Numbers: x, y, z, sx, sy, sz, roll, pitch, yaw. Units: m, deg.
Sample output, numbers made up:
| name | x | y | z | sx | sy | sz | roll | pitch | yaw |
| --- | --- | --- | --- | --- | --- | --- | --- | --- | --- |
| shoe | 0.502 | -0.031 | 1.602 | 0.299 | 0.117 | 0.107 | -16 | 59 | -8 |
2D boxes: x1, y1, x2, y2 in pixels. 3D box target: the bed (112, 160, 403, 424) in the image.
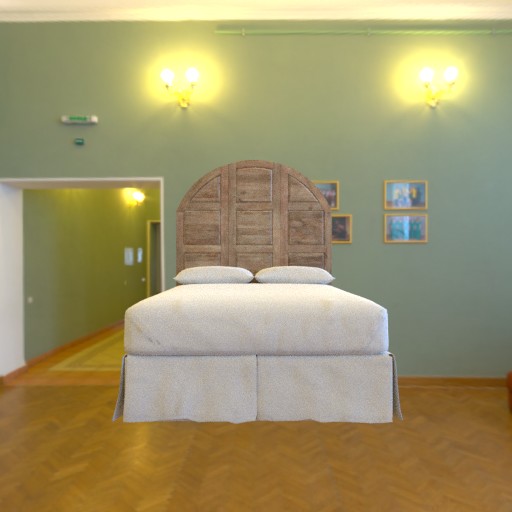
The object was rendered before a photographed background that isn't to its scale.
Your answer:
| name | x | y | z | sx | sy | sz | roll | pitch | yaw |
| --- | --- | --- | --- | --- | --- | --- | --- | --- | --- |
| bed | 0.000 | 0.000 | 3.618 | 1.713 | 2.002 | 2.112 | 0 | 0 | -1 |
